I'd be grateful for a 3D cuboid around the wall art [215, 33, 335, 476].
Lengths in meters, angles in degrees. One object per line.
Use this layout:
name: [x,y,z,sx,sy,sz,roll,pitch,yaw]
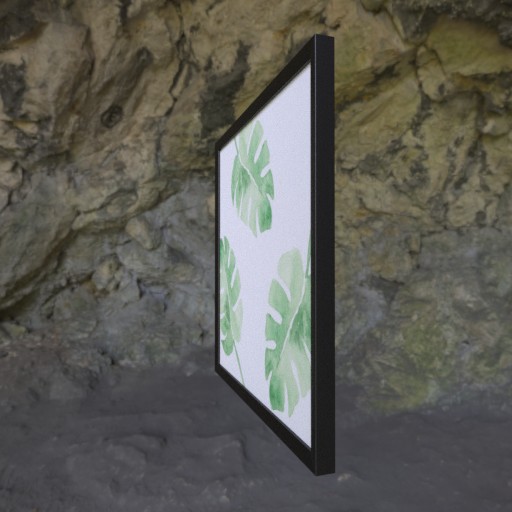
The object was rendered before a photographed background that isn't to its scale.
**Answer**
wall art: [0.000,0.000,1.133,0.038,0.765,0.765,0,-1,-18]
